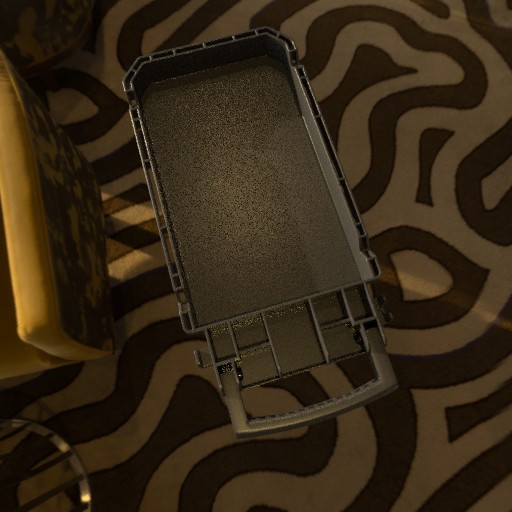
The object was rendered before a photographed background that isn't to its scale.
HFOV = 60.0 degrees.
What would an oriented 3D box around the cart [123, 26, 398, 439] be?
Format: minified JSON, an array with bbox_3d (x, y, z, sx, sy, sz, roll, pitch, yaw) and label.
[{"bbox_3d":[0.000,0.000,1.545,0.497,0.884,1.061,-16,75,-4],"label":"cart"}]
